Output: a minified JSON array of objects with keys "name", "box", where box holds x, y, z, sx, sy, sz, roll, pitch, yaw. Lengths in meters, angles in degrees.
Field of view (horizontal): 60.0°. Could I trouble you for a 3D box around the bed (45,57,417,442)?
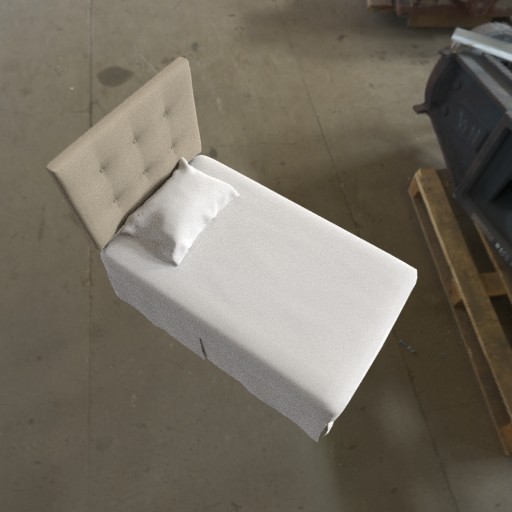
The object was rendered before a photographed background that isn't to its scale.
[{"name":"bed","box":[0.000,0.000,2.977,1.997,1.571,1.261,31,64,17]}]
